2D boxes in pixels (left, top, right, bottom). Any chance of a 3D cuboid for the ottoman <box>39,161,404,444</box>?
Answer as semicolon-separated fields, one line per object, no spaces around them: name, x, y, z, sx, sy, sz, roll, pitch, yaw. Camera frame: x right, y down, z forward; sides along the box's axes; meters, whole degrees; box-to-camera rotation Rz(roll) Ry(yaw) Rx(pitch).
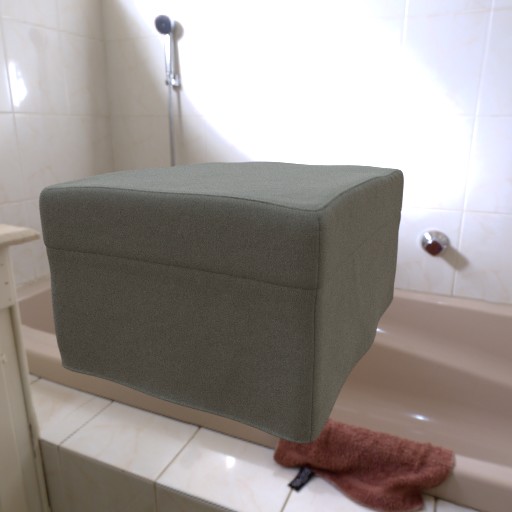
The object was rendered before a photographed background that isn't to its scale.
ottoman;0.000;0.000;1.210;0.648;0.461;0.833;8;18;25
